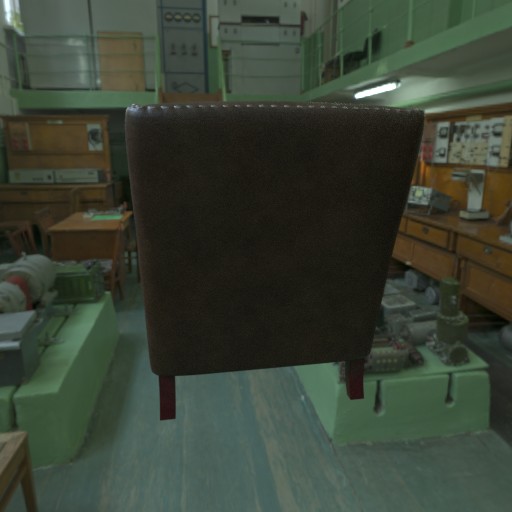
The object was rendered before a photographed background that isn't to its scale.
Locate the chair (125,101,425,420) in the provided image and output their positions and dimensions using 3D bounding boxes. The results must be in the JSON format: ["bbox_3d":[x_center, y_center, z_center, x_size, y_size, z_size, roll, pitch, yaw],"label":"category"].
[{"bbox_3d":[0.000,0.000,1.301,0.639,0.813,0.704,-3,15,-10],"label":"chair"}]
